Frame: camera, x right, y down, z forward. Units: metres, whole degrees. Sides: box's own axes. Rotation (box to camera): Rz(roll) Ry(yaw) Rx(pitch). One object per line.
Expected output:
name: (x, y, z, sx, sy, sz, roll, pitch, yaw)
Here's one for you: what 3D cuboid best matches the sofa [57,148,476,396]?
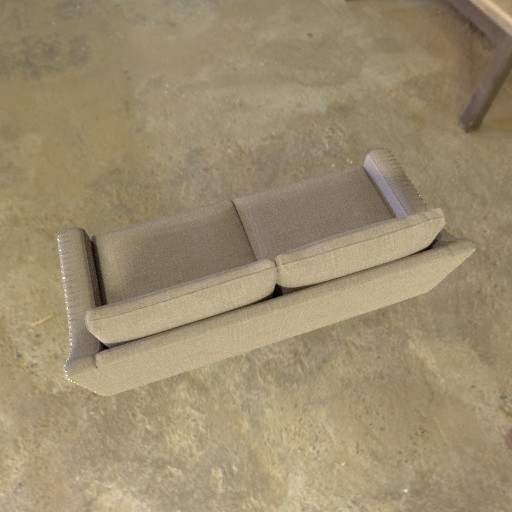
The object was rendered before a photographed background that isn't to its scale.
sofa: (0.000, 0.000, 2.702, 2.208, 0.857, 1.000, -16, 61, -9)
